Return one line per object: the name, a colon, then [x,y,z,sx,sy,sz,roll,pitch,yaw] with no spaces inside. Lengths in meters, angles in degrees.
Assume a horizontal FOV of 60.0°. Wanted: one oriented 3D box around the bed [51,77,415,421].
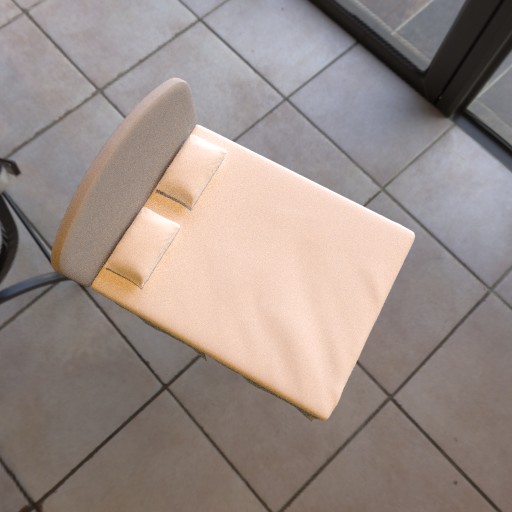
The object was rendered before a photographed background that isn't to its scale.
bed: [0.000,0.000,3.105,2.005,1.410,1.607,28,77,7]
